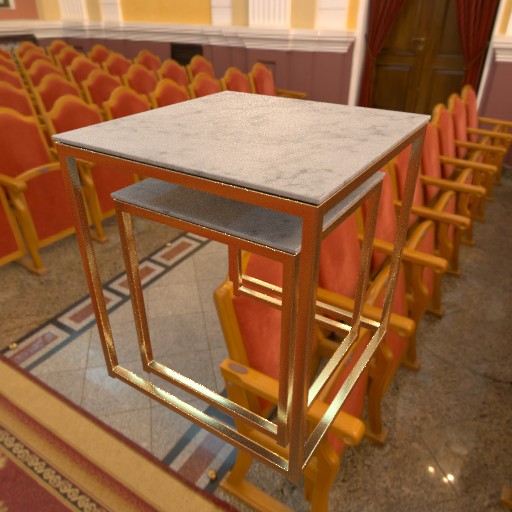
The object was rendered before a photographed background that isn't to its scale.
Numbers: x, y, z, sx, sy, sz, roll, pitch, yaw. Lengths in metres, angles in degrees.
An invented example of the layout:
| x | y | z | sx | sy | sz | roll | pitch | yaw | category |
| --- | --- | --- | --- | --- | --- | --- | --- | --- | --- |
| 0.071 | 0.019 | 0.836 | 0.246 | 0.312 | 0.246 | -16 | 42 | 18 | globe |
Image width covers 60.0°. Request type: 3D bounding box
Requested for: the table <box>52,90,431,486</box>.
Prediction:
| x | y | z | sx | sy | sz | roll | pitch | yaw | category |
| --- | --- | --- | --- | --- | --- | --- | --- | --- | --- |
| 0.000 | 0.000 | 0.855 | 0.450 | 0.500 | 0.450 | 18 | 35 | 28 | table |
